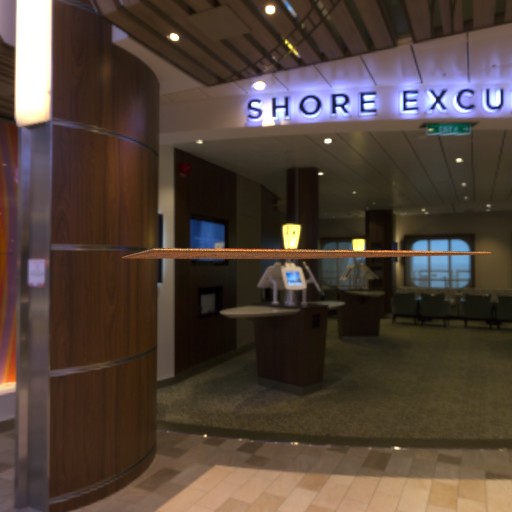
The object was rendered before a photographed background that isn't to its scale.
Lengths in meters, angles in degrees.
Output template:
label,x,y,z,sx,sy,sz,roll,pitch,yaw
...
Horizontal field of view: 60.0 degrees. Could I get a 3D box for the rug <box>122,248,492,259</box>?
label,x,y,z,sx,sy,sz,roll,pitch,yaw
rug,0.000,0.000,3.749,2.043,0.019,2.916,0,-1,-20
